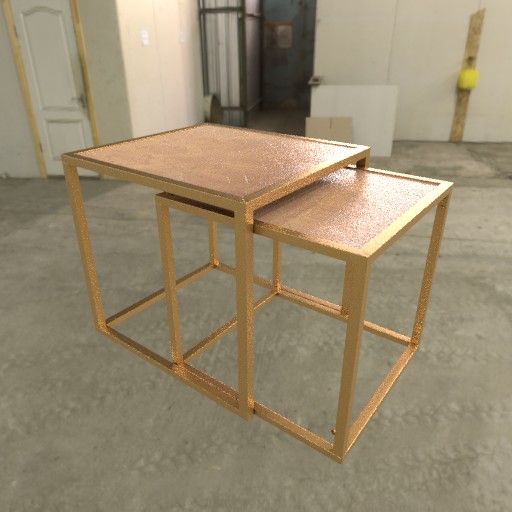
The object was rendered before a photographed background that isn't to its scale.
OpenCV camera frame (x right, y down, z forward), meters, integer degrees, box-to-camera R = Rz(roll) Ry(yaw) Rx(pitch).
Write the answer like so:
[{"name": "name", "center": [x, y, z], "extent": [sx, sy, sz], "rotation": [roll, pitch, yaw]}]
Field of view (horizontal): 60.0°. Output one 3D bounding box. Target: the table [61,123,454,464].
[{"name": "table", "center": [0.000, 0.000, 1.120], "extent": [0.762, 0.505, 0.505], "rotation": [19, 32, 32]}]
